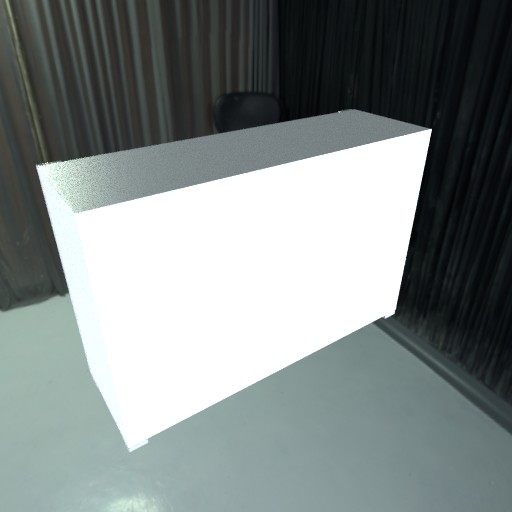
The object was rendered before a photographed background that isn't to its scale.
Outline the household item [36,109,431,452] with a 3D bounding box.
[{"bbox_3d":[0.000,0.000,1.706,1.300,0.867,0.420,-19,36,-29],"label":"household item"}]
